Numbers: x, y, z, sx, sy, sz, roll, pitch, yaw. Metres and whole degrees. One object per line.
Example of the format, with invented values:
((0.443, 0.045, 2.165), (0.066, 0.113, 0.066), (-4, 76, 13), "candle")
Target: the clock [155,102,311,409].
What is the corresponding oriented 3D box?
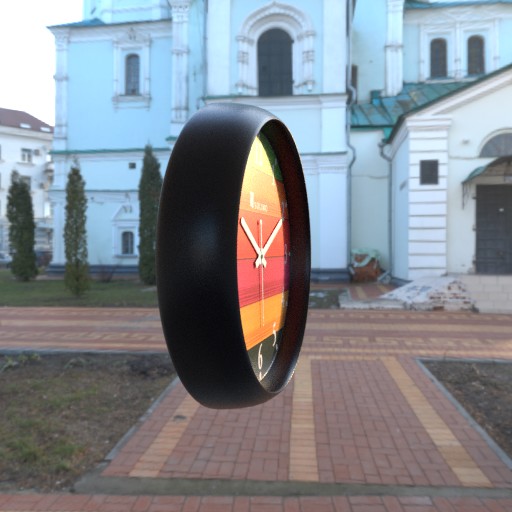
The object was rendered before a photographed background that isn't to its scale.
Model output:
((0.000, 0.000, 0.449), (0.060, 0.300, 0.300), (0, 0, 19), "clock")
